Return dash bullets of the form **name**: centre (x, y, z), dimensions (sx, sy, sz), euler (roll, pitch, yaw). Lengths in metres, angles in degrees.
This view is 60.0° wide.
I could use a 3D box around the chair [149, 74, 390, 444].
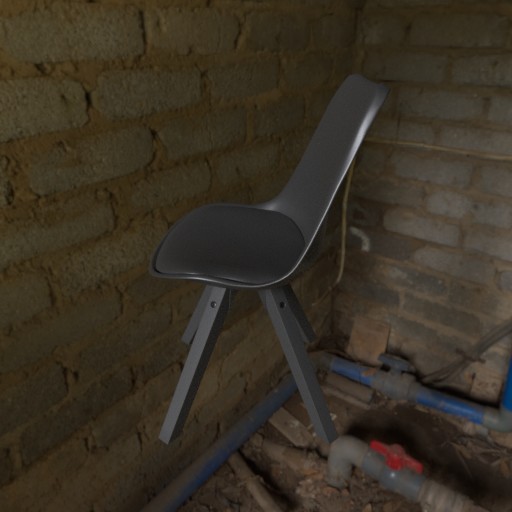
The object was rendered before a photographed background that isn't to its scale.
- **chair**: centre (0.000, 0.000, 1.137), dimensions (0.530, 0.850, 0.485), euler (0, 27, 0)
